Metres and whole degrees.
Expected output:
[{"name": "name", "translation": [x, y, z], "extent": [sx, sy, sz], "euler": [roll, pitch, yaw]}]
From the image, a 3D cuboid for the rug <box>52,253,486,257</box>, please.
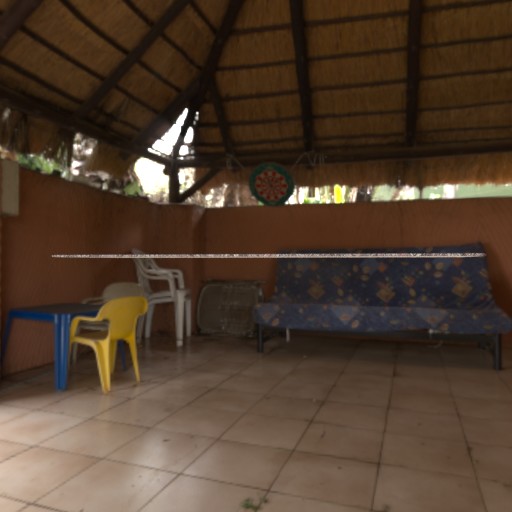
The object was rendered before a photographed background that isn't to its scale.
[{"name": "rug", "translation": [0.000, 0.000, 2.575], "extent": [2.305, 0.013, 0.719], "euler": [0, -1, 18]}]
